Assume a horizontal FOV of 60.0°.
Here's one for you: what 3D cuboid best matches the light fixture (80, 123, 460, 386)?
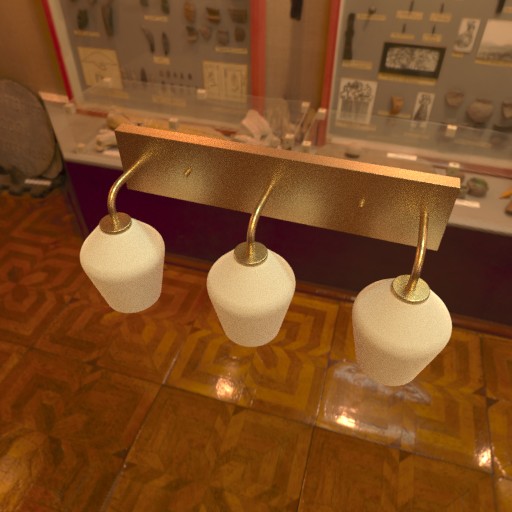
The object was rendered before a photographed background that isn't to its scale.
[{"bbox_3d":[0.000,0.000,0.703,0.609,0.280,0.190,13,44,14],"label":"light fixture"}]
